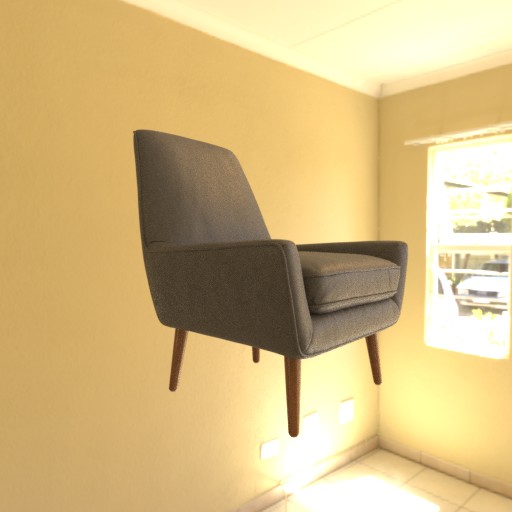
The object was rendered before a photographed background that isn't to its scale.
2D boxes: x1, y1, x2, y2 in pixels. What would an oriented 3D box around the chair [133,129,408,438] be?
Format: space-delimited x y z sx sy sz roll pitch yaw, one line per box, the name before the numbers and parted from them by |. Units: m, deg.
chair | 0.000 0.000 1.516 0.822 0.888 0.787 1 2 38
